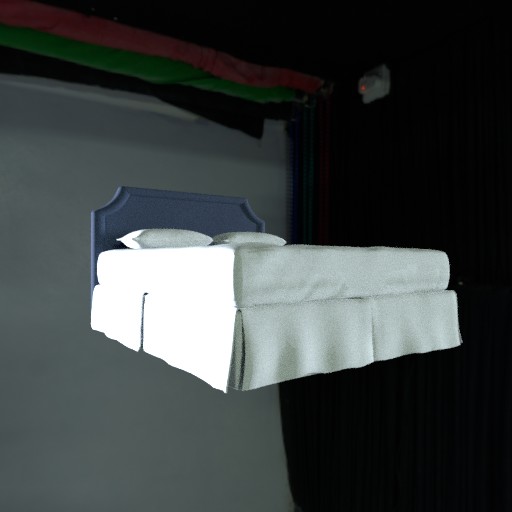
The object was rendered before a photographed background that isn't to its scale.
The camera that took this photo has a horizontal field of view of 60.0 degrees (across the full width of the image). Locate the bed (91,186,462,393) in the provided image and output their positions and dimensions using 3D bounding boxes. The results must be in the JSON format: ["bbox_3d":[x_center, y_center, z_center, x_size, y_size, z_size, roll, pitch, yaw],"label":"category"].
[{"bbox_3d":[0.000,0.000,4.105,2.350,1.488,2.773,0,0,-36],"label":"bed"}]
